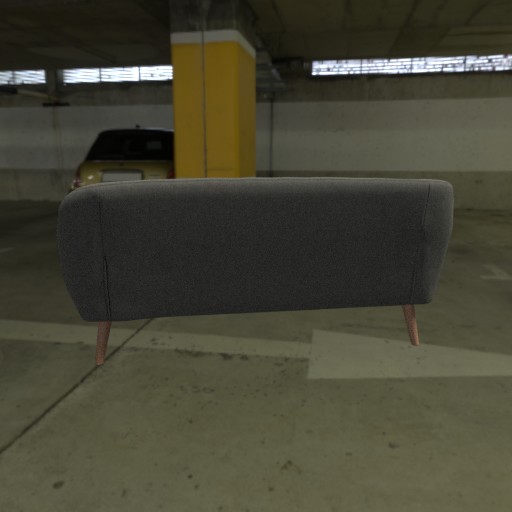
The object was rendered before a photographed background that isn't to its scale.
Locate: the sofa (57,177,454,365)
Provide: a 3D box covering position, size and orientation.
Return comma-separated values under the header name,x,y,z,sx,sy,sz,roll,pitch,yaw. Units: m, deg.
name,x,y,z,sx,sy,sz,roll,pitch,yaw
sofa,0.000,0.000,2.248,1.840,0.820,0.820,-2,13,-8
